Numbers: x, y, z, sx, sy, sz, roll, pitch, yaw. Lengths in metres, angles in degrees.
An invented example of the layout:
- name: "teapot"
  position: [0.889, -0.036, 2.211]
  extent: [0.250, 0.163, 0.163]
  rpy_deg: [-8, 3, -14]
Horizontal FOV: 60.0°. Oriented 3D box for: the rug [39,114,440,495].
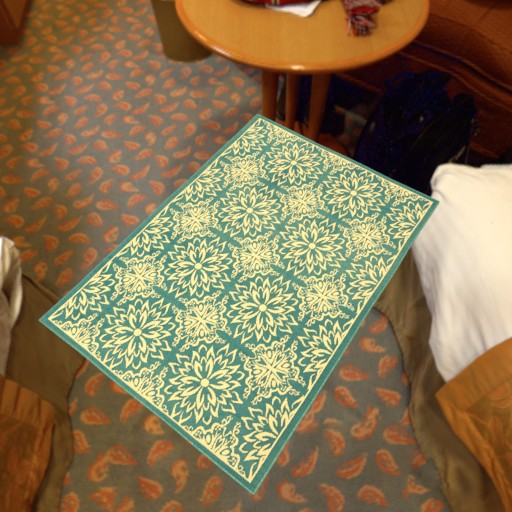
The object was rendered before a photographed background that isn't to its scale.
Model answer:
- name: "rug"
  position: [0.000, 0.000, 2.828]
  extent: [1.554, 0.012, 2.205]
  rpy_deg: [31, 63, 18]
